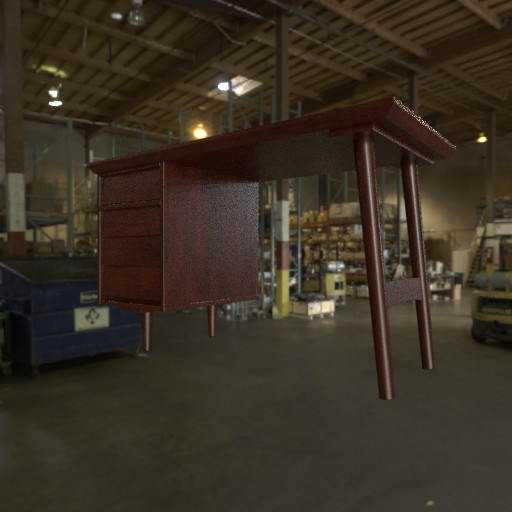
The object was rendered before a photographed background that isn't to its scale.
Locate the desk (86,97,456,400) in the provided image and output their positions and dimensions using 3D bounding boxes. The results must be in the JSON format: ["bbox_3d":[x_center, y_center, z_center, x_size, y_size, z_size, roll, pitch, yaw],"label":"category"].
[{"bbox_3d":[0.000,0.000,1.677,1.277,0.758,0.612,0,0,37],"label":"desk"}]
